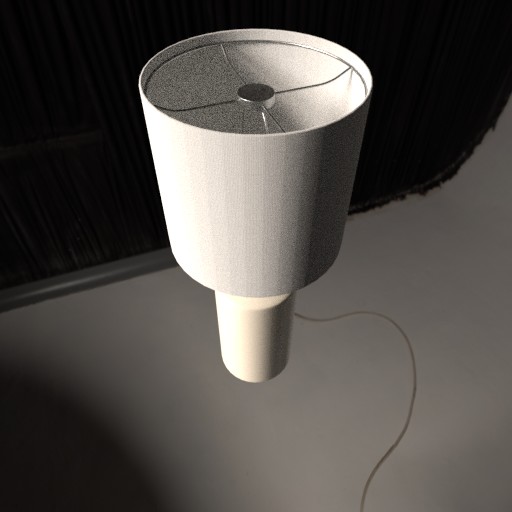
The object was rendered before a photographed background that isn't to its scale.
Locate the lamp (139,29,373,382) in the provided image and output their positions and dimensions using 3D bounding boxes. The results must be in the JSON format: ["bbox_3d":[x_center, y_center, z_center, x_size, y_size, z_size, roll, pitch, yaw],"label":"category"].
[{"bbox_3d":[0.000,0.000,0.587,0.212,0.493,0.212,-16,49,-14],"label":"lamp"}]
